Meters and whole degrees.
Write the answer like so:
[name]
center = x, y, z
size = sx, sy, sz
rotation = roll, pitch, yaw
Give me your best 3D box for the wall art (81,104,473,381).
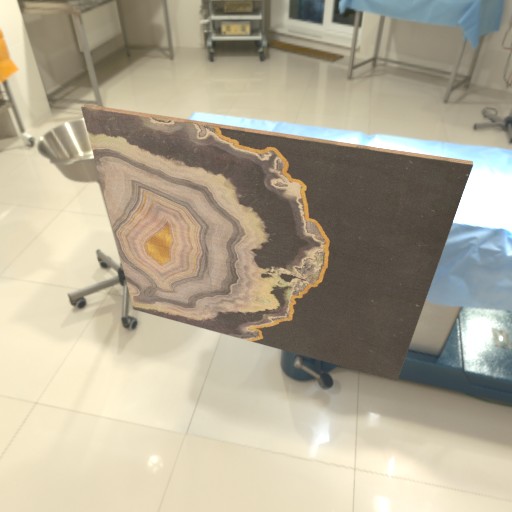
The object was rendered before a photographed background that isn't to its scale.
[wall art]
center = 0.000, 0.000, 0.684
size = 0.508, 0.408, 0.010
rotation = 12, 42, 14
